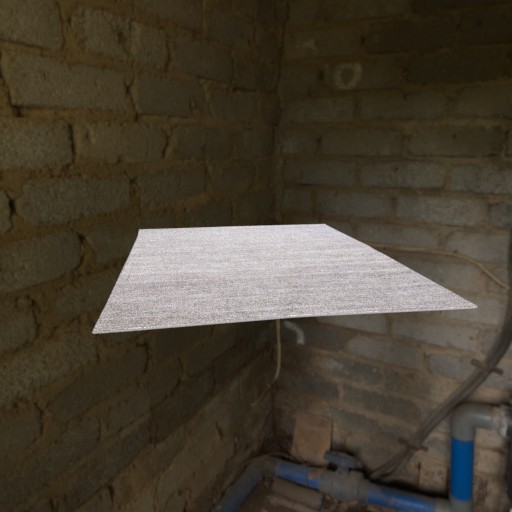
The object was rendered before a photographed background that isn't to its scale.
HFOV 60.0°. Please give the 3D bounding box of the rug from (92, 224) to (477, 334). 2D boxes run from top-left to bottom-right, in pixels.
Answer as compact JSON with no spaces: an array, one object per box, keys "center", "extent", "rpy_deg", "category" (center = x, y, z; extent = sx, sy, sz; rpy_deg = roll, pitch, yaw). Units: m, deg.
[{"center":[0.000,0.000,4.239],"extent":[2.434,0.045,3.202],"rpy_deg":[-2,14,-9],"category":"rug"}]
